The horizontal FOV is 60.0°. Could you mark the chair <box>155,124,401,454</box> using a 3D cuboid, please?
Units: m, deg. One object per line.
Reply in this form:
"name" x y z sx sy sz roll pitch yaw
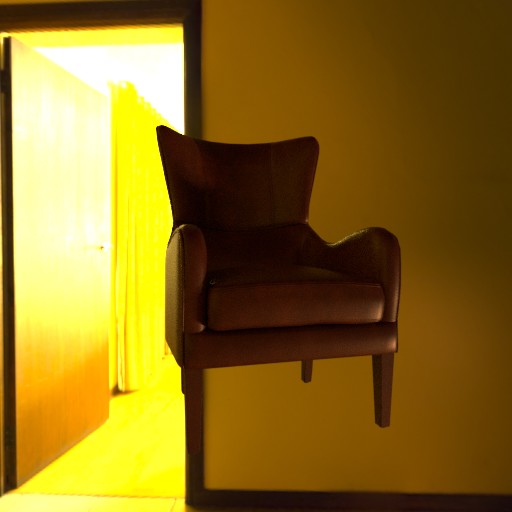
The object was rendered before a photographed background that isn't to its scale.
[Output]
"chair" 0.000 0.000 1.643 0.692 1.048 0.914 0 1 -17
